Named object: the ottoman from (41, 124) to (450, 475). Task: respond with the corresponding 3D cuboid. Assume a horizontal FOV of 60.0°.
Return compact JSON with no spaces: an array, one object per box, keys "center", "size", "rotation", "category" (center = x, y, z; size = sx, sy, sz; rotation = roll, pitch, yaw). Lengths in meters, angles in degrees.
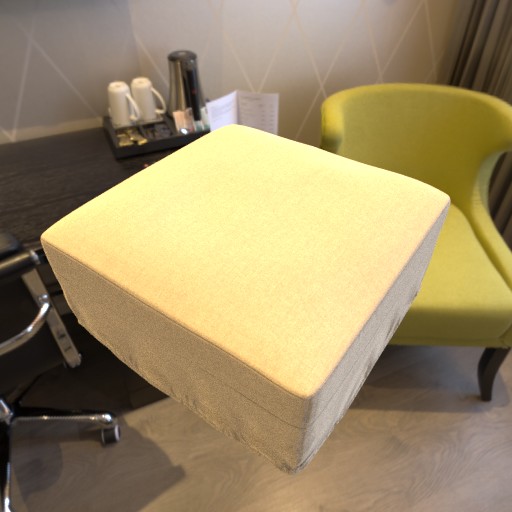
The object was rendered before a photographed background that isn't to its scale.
[{"center":[0.000,0.000,1.322],"size":[0.843,0.436,0.840],"rotation":[25,47,26],"category":"ottoman"}]
